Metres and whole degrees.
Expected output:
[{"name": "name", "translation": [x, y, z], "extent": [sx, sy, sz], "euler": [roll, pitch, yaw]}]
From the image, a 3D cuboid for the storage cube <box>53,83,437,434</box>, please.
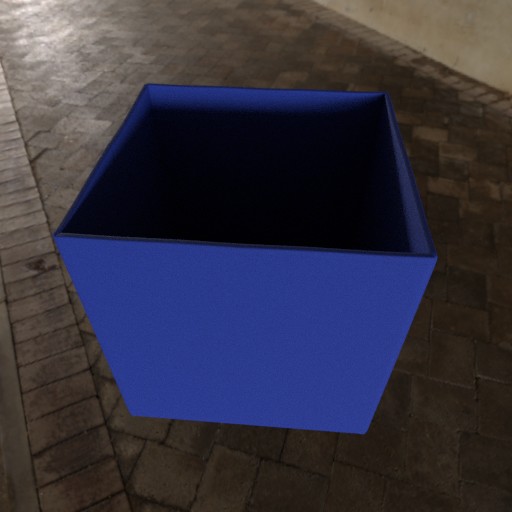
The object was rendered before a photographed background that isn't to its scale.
[{"name": "storage cube", "translation": [0.000, 0.000, 0.493], "extent": [0.270, 0.280, 0.270], "euler": [3, 45, 3]}]
